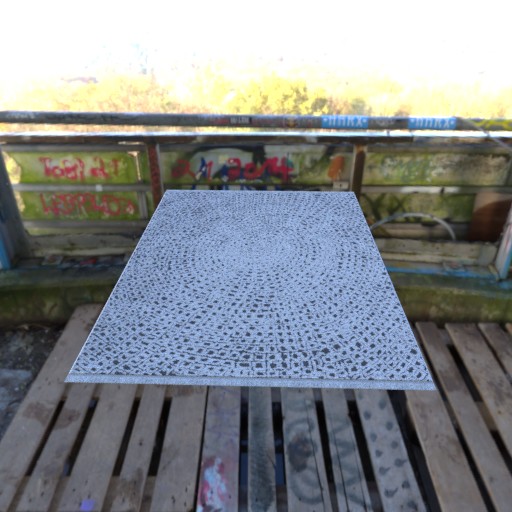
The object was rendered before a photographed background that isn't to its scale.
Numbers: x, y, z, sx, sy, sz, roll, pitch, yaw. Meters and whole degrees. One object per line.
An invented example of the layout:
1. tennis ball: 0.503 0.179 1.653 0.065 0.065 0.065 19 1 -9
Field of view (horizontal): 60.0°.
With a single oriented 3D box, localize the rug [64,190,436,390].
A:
1. rug: 0.000 0.000 2.118 1.190 0.003 1.634 1 31 1
